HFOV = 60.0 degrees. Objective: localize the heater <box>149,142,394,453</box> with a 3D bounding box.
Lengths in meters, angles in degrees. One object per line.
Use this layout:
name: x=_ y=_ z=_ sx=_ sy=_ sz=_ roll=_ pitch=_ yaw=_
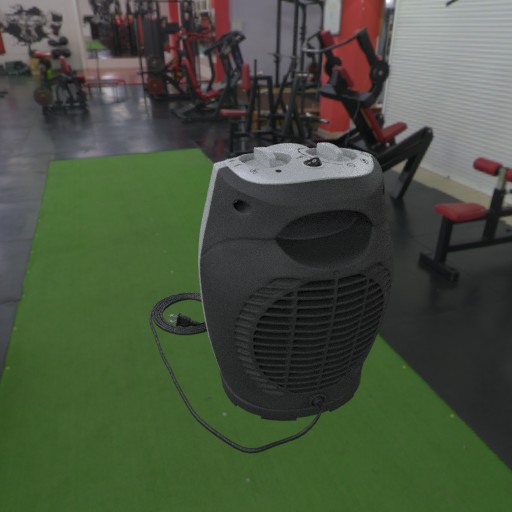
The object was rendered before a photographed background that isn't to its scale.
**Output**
heater: x=0.000 y=0.000 z=0.482 sx=0.239 sy=0.255 sz=0.291 roll=-8 pitch=28 yaw=-15
